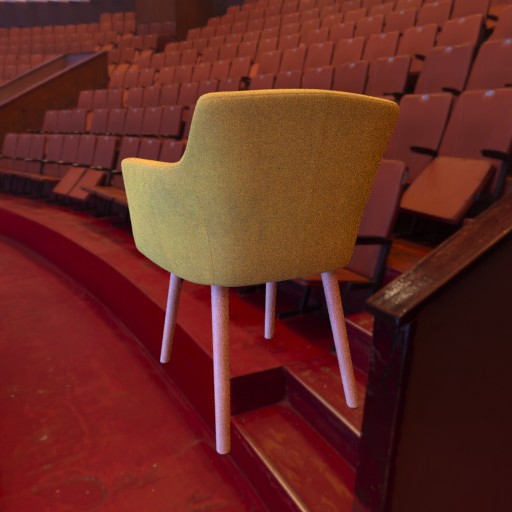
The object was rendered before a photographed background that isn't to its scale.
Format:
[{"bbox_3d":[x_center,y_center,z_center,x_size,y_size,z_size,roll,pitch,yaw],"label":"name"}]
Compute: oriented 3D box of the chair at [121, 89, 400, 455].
[{"bbox_3d":[0.000,0.000,1.162,0.570,0.780,0.570,-8,17,-26],"label":"chair"}]
